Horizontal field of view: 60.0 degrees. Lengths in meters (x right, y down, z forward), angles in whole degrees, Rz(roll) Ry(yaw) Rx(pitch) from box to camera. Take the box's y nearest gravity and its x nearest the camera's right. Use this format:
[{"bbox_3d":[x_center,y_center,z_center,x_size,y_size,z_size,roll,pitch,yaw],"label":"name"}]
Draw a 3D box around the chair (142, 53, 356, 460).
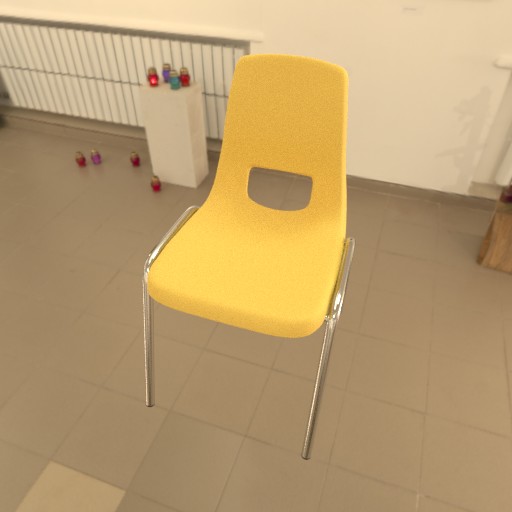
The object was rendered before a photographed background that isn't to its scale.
[{"bbox_3d":[0.000,0.000,0.893,0.381,0.653,0.436,13,43,14],"label":"chair"}]
